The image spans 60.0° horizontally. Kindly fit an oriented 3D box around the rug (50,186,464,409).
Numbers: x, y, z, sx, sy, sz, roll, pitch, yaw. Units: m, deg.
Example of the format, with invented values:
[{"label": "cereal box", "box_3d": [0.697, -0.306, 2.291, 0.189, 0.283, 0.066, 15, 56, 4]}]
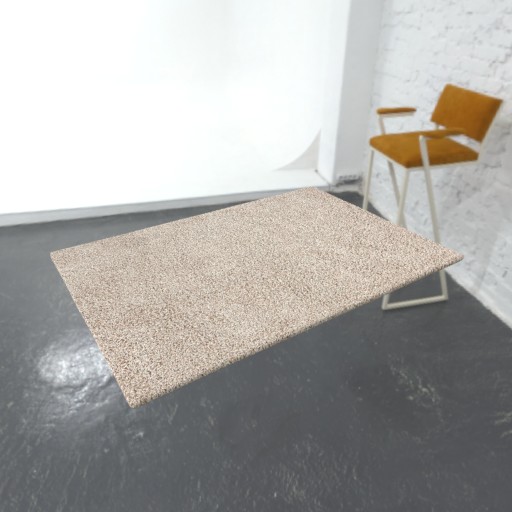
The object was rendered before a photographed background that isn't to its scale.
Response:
[{"label": "rug", "box_3d": [0.000, 0.000, 2.298, 1.778, 0.030, 1.219, -18, 34, -29]}]
